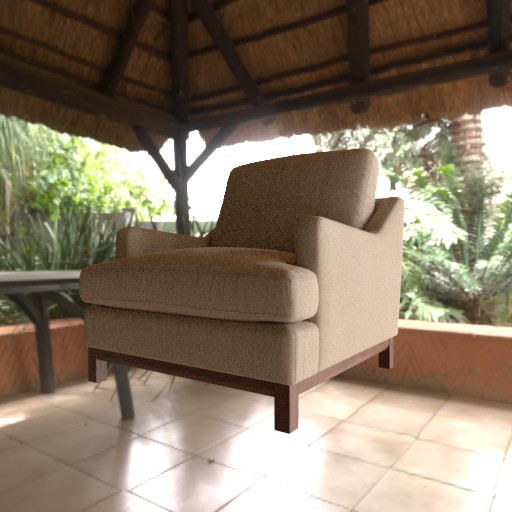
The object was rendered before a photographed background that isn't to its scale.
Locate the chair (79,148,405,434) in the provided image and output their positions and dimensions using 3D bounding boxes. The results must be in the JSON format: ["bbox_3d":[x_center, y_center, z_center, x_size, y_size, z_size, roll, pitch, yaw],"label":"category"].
[{"bbox_3d":[0.000,0.000,1.758,0.912,0.916,1.001,0,0,35],"label":"chair"}]
